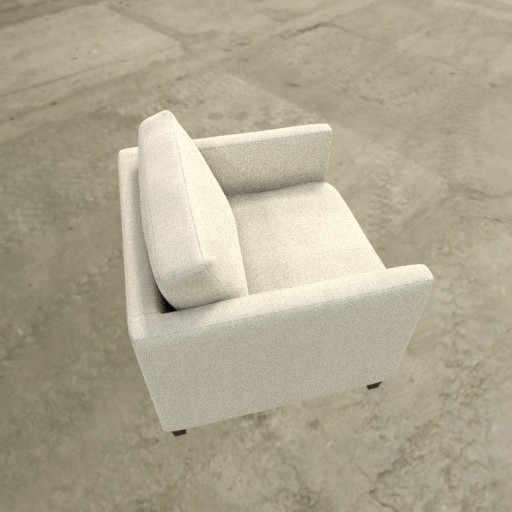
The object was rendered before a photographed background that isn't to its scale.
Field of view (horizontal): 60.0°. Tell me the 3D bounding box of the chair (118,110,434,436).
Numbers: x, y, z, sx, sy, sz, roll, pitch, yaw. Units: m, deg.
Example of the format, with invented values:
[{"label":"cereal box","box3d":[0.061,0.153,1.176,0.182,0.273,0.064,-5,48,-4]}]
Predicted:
[{"label":"chair","box3d":[0.000,0.000,1.772,0.959,0.919,0.996,-10,47,-10]}]
